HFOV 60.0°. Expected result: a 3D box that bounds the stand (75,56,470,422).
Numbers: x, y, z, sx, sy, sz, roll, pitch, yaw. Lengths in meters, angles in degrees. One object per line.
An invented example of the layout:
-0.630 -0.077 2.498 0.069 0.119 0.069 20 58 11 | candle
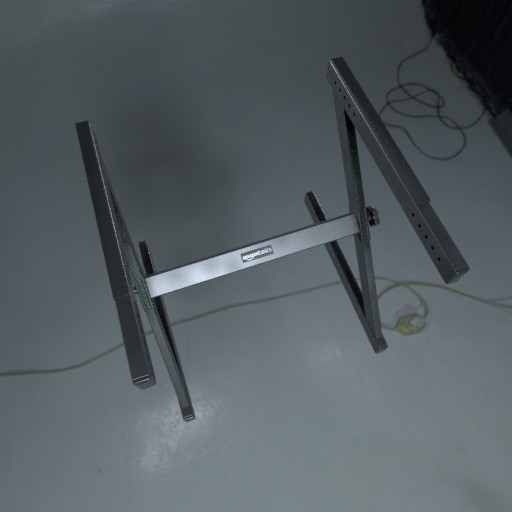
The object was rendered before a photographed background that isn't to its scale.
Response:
0.000 0.000 1.150 0.700 0.617 0.586 -17 65 -8 | stand
